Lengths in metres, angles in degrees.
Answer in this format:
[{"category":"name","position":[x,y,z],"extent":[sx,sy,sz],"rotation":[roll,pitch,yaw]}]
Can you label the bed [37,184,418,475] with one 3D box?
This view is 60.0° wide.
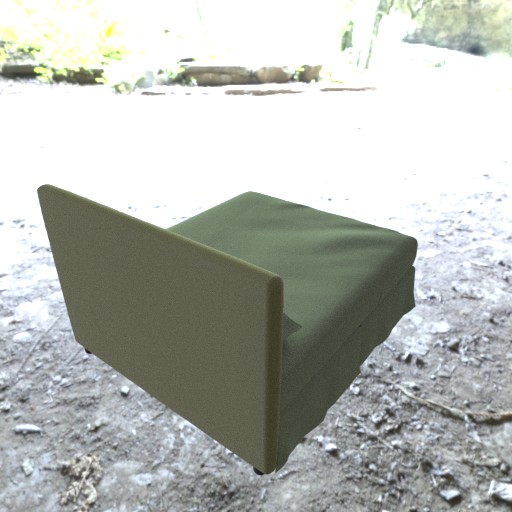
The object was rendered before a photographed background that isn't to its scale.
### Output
[{"category":"bed","position":[0.000,0.000,3.289],"extent":[1.884,1.330,2.142],"rotation":[21,36,32]}]
